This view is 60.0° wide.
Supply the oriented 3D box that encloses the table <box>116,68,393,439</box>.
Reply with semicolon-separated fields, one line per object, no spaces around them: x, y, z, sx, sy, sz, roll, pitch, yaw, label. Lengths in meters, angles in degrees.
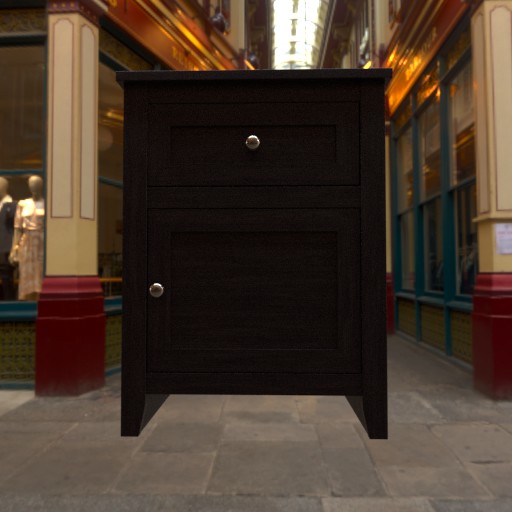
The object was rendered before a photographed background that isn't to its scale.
0.000;0.000;0.943;0.480;0.635;0.381;0;-2;2;table
